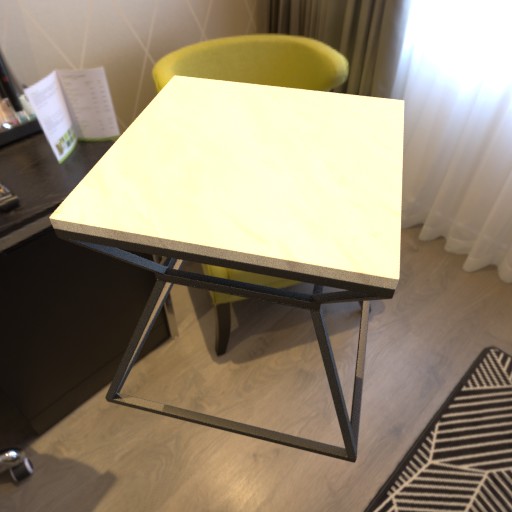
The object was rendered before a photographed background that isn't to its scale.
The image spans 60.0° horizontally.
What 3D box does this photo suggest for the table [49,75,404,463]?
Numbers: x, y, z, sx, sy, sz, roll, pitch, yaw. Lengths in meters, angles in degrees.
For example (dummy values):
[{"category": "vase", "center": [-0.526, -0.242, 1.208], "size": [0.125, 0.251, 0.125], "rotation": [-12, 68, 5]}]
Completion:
[{"category": "table", "center": [0.000, 0.000, 0.782], "size": [0.455, 0.431, 0.455], "rotation": [10, 46, 10]}]
